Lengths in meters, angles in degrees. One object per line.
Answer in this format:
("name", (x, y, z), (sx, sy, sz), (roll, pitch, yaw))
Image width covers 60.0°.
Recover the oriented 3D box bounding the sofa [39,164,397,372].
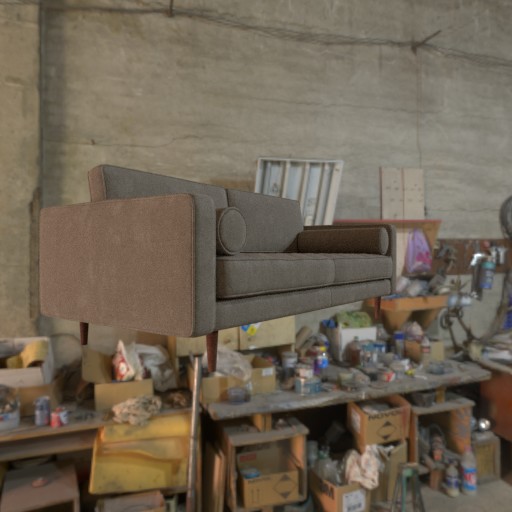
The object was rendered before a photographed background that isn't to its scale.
("sofa", (0.000, 0.000, 2.322), (0.920, 0.769, 1.883), (0, 0, 36))
